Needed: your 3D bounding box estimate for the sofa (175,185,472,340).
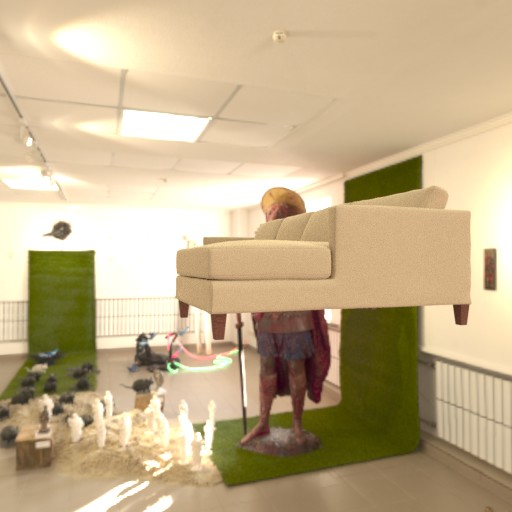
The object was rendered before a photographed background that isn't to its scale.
[{"bbox_3d":[0.000,0.000,3.863,1.625,0.861,3.186,0,-1,-20],"label":"sofa"}]
